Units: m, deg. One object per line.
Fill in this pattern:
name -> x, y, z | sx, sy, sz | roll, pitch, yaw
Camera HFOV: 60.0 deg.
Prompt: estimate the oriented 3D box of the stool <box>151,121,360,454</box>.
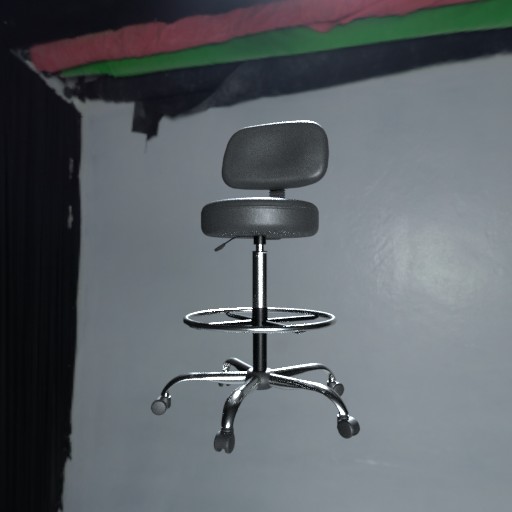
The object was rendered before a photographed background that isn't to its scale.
stool -> 0.000, 0.000, 1.496 | 0.694, 1.069, 0.658 | 0, -1, 17
